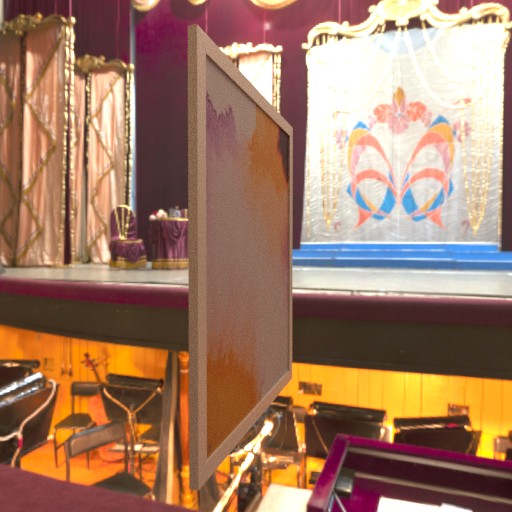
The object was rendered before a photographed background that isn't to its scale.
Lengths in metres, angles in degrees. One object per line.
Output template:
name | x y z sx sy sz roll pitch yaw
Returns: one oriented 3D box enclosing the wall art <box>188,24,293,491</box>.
wall art | 0.000 0.000 0.758 0.012 0.557 0.482 0 1 18
